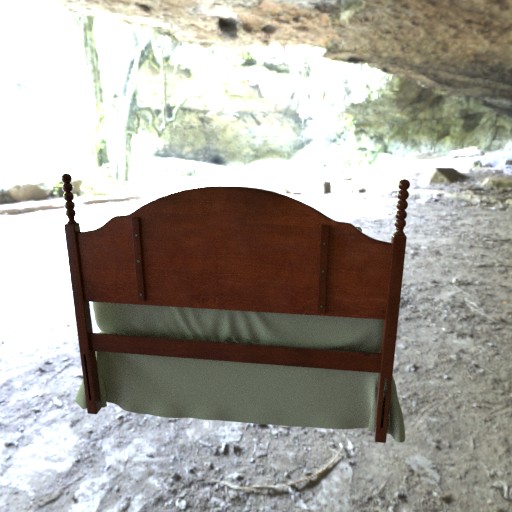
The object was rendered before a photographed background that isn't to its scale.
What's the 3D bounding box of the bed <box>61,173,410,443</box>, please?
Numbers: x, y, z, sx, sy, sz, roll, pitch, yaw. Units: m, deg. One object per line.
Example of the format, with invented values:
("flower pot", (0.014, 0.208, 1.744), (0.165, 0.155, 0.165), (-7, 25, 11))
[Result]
("bed", (0.000, 0.000, 3.179), (1.873, 1.356, 2.040), (2, 17, 8))
